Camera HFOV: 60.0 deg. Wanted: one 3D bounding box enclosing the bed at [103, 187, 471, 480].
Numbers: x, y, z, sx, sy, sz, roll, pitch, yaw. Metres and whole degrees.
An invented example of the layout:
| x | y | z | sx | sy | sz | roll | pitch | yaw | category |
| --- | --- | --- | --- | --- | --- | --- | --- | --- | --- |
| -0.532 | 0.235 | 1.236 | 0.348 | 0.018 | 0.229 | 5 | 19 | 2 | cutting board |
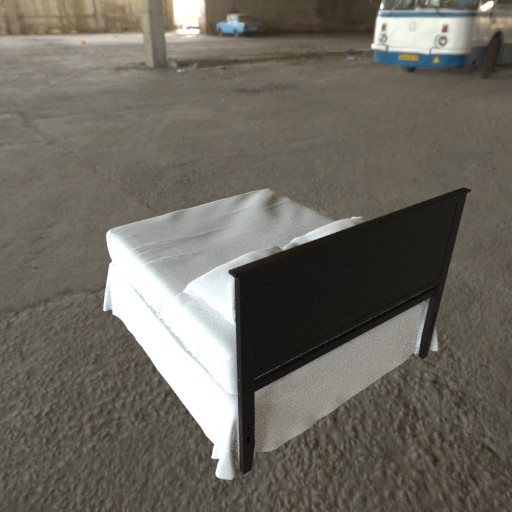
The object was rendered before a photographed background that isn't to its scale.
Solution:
| x | y | z | sx | sy | sz | roll | pitch | yaw | category |
| --- | --- | --- | --- | --- | --- | --- | --- | --- | --- |
| 0.000 | 0.000 | 3.198 | 1.870 | 1.270 | 2.050 | -19 | 34 | -31 | bed |
